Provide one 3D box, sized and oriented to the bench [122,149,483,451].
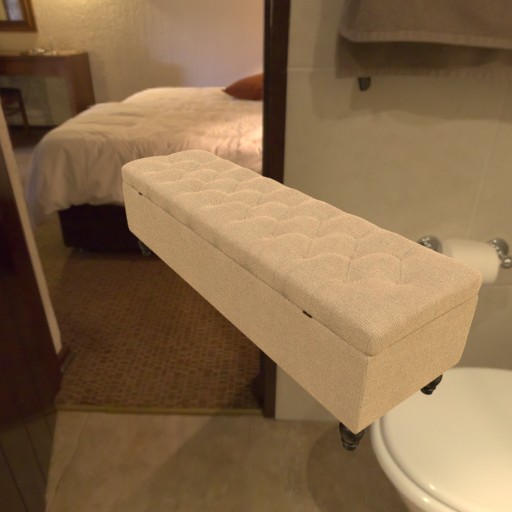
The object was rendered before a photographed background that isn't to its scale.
[{"bbox_3d":[0.000,0.000,1.670,0.455,0.467,1.480,-19,34,-31],"label":"bench"}]
